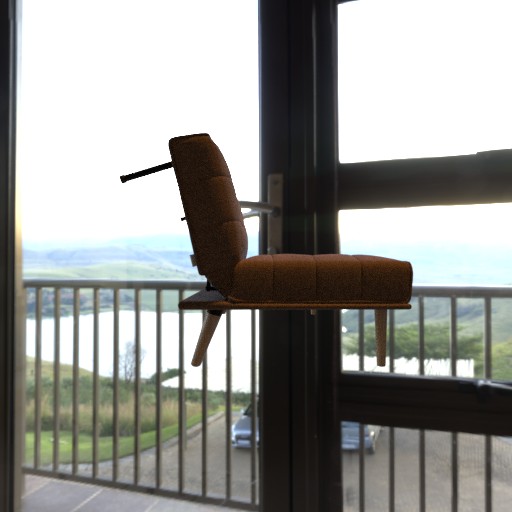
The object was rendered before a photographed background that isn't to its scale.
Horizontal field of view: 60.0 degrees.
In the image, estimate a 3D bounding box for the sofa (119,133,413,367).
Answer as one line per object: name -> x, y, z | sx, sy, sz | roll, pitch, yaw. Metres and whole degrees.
sofa -> 0.000, 0.000, 2.373 | 1.038, 0.810, 1.820 | 0, -1, -1
